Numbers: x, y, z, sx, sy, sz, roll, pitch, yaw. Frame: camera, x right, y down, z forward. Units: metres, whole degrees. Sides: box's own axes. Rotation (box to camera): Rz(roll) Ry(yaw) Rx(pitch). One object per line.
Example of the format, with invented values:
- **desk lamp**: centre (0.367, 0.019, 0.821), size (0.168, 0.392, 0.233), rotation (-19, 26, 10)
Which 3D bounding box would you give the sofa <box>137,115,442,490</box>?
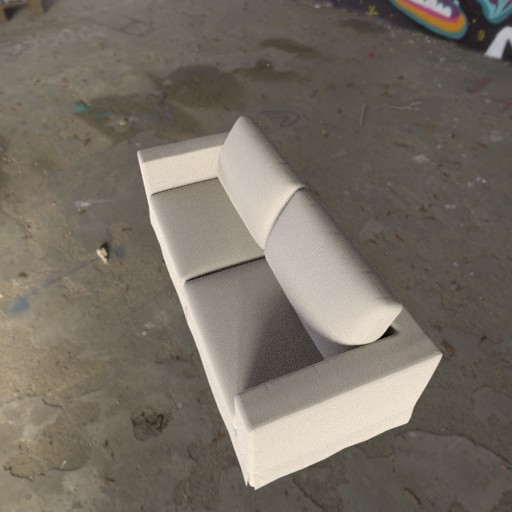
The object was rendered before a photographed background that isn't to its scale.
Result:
- **sofa**: centre (0.000, 0.000, 2.668), size (0.954, 0.881, 2.163), rotation (-16, 48, -15)
